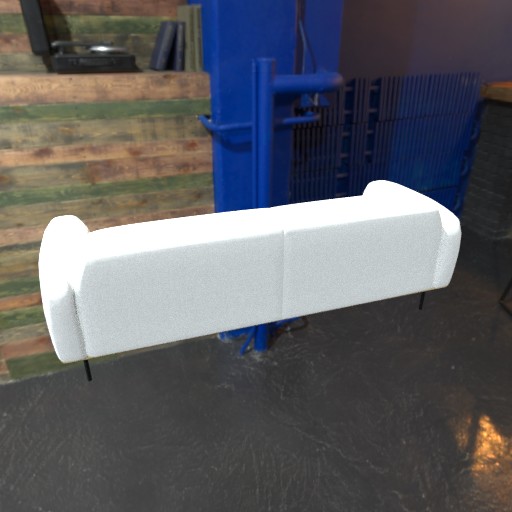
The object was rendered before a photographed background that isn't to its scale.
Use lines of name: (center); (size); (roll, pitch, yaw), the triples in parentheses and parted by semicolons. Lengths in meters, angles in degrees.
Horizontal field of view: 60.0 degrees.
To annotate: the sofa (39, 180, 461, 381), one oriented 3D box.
sofa: (0.000, 0.000, 2.602); (2.280, 0.780, 0.870); (-9, 28, -17)
